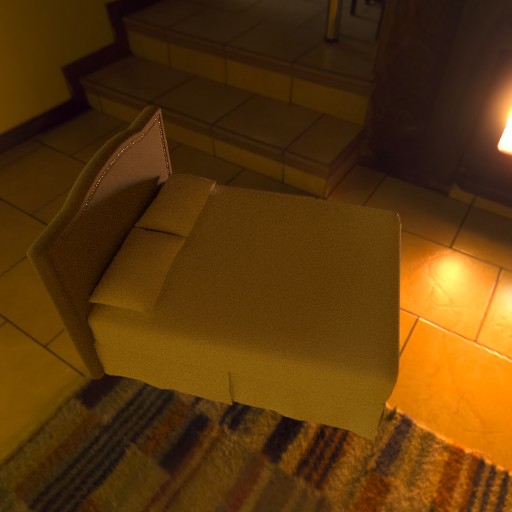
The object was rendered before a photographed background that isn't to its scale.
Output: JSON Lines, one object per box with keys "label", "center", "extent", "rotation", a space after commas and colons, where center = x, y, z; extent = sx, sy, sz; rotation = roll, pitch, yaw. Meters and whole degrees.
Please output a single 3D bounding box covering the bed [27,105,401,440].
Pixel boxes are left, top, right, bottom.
{"label": "bed", "center": [0.000, 0.000, 3.202], "extent": [2.128, 1.441, 1.744], "rotation": [10, 47, 9]}
